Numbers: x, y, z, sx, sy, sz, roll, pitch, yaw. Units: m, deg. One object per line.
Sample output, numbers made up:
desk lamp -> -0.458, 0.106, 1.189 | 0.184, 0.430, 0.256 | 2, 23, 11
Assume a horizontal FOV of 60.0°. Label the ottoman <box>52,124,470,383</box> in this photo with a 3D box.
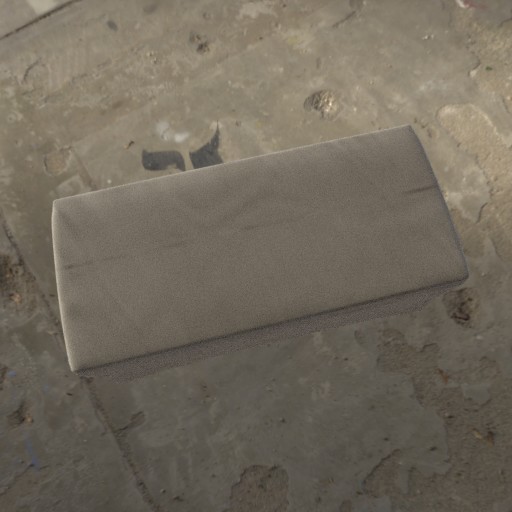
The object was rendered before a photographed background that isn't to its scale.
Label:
ottoman -> 0.000, 0.000, 1.712 | 1.388, 0.457, 0.665 | -13, 74, -4
